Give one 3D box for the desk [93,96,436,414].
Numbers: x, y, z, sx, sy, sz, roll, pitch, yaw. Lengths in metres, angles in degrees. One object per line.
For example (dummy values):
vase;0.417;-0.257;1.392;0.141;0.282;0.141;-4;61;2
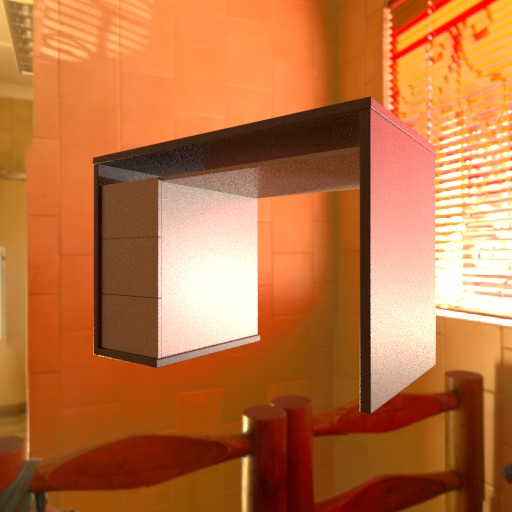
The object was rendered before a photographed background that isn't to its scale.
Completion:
desk;0.000;0.000;1.606;1.100;0.750;0.600;0;0;36
